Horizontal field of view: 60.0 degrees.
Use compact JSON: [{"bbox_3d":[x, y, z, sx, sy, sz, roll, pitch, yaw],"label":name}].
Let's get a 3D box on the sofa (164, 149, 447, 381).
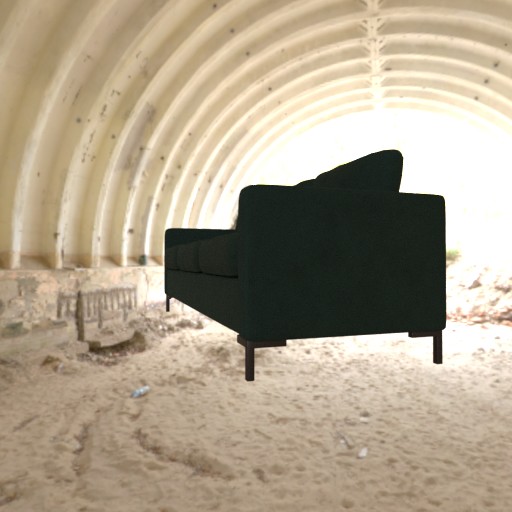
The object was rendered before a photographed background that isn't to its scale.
[{"bbox_3d":[0.000,0.000,2.651,0.859,0.870,2.218,0,-1,-19],"label":"sofa"}]
